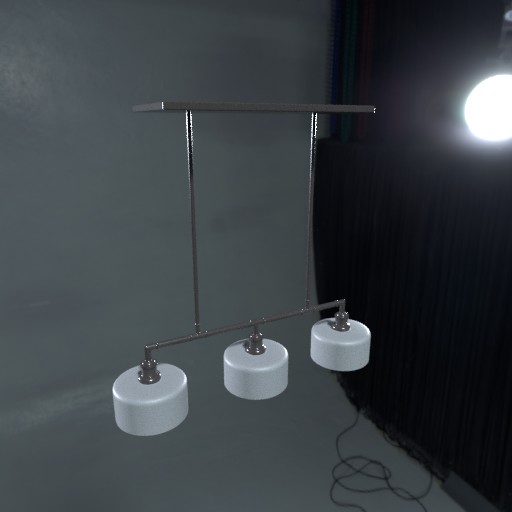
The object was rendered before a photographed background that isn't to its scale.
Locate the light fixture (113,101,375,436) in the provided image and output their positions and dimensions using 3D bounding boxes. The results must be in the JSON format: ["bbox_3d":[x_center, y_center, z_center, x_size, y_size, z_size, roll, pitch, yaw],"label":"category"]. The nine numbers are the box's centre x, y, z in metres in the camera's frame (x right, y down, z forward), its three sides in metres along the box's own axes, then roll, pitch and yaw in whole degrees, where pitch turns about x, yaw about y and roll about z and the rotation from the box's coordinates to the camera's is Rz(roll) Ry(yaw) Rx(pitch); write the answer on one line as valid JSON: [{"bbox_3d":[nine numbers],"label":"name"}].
[{"bbox_3d":[0.000,0.000,0.866,0.582,0.557,0.177,-9,19,-27],"label":"light fixture"}]
